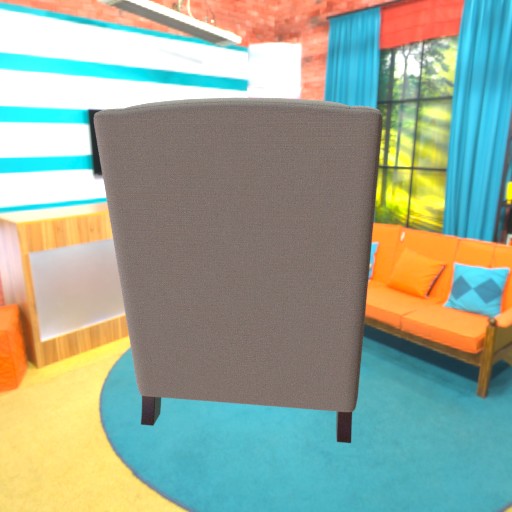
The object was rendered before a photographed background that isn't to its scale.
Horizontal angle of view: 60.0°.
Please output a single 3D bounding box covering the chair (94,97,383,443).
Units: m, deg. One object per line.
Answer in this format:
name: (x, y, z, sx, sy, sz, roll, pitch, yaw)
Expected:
chair: (0.000, 0.000, 1.600, 0.715, 1.017, 0.896, 2, 15, 8)
